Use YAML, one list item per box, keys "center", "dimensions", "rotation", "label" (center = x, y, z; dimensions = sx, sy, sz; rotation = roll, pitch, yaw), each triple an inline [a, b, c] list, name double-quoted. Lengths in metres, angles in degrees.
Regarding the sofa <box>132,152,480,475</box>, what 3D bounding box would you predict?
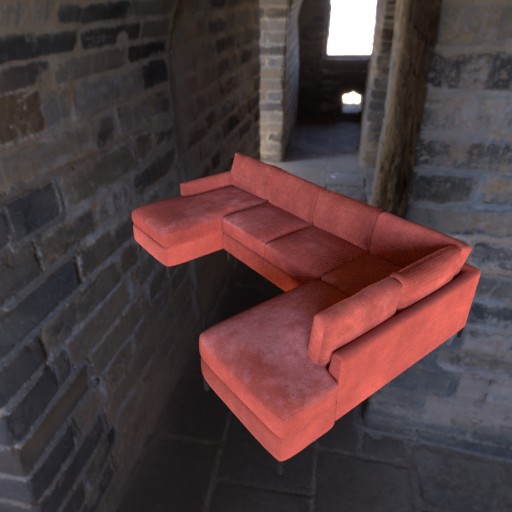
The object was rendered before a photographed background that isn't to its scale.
- center: [0.000, 0.000, 3.793]
  dimensions: [1.981, 0.858, 2.971]
  rotation: [-21, 36, -32]
  label: "sofa"
